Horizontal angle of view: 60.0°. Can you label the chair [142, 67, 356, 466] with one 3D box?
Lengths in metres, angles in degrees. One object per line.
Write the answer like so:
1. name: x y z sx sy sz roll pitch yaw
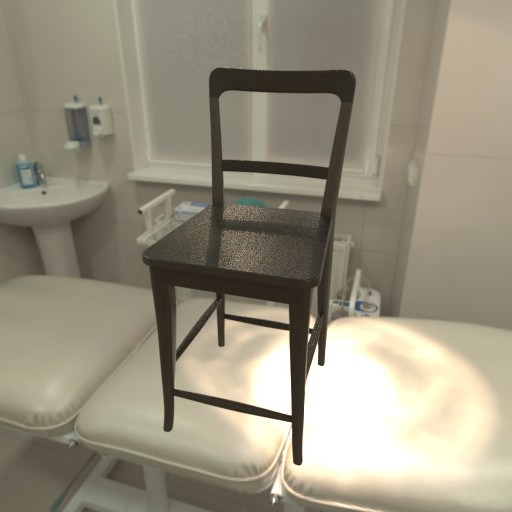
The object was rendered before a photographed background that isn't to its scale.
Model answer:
1. chair: 0.000 0.000 1.300 0.450 0.991 0.546 8 27 15
